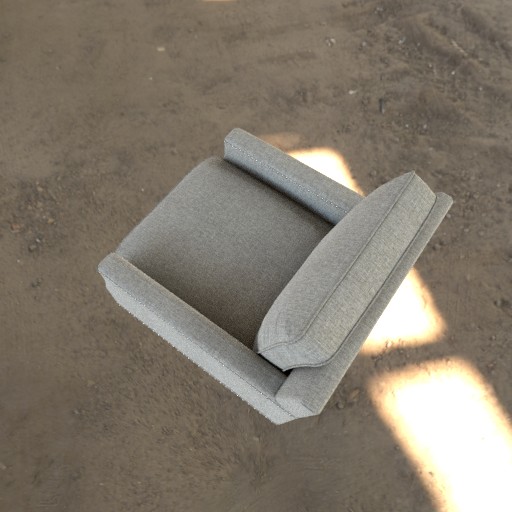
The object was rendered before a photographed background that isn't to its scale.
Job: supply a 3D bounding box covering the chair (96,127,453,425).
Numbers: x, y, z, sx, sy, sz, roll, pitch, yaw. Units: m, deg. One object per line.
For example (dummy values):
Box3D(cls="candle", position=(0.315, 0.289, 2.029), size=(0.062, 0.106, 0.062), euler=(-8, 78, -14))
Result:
Box3D(cls="chair", position=(0.000, 0.000, 1.734), size=(1.014, 0.943, 0.853), euler=(33, 67, 16))
